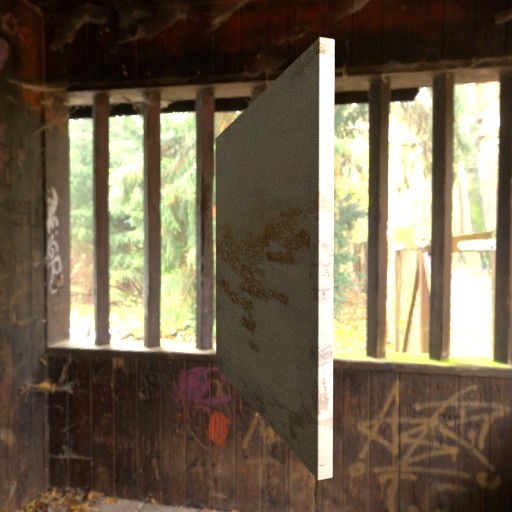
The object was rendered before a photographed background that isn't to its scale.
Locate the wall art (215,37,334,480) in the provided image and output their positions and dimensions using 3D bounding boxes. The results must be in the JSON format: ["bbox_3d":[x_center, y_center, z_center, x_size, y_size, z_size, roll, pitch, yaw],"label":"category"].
[{"bbox_3d":[0.000,0.000,1.503,0.040,1.018,1.015,-1,2,-19],"label":"wall art"}]
